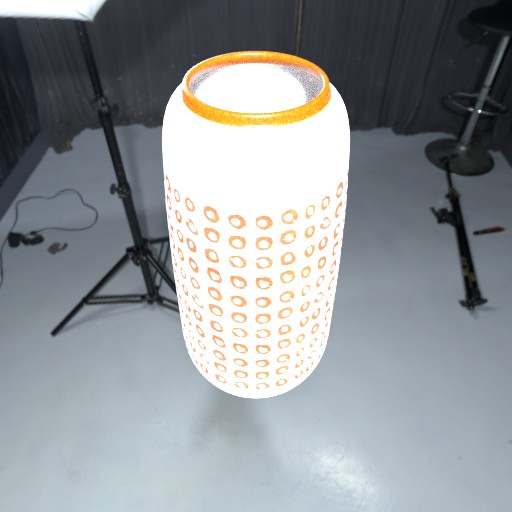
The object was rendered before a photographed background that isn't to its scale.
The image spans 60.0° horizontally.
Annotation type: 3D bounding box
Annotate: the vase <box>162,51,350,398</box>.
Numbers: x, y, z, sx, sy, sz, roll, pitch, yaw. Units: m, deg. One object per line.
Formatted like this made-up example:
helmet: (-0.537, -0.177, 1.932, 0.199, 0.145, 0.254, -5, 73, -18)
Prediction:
vase: (0.000, 0.000, 0.347, 0.133, 0.282, 0.133, 0, 46, 0)
